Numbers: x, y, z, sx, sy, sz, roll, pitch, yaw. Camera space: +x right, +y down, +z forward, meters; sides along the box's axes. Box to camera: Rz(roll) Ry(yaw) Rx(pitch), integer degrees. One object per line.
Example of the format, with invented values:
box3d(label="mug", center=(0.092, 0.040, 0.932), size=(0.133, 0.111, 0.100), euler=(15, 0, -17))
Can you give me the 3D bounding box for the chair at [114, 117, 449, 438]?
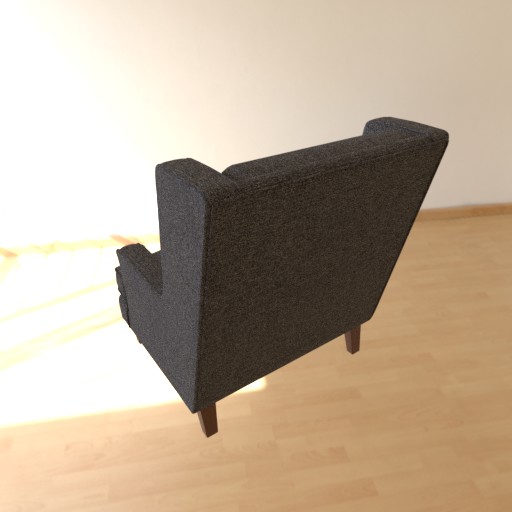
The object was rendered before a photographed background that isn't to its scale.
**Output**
box3d(label="chair", center=(0.000, 0.000, 1.815), size=(0.942, 1.082, 0.927), euler=(-20, 36, -30))
